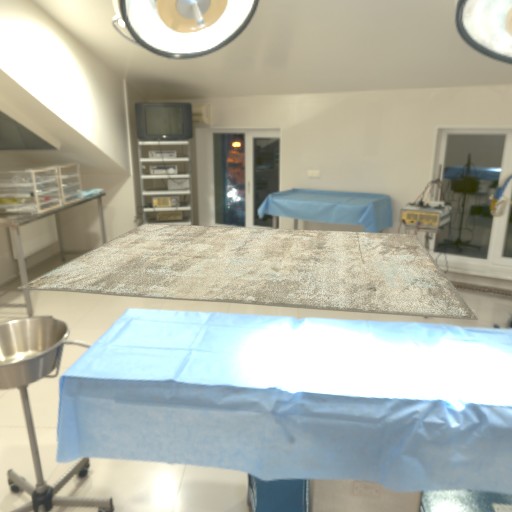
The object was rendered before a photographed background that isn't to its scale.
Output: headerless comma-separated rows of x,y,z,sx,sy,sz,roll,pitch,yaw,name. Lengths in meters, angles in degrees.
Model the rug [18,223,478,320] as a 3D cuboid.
0.000,0.000,4.247,3.307,0.013,2.393,3,16,9,rug
